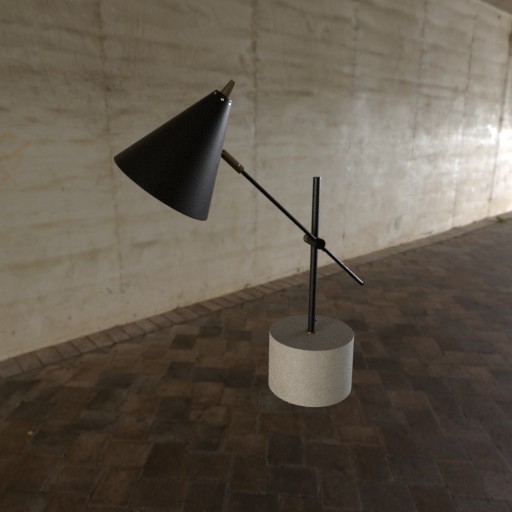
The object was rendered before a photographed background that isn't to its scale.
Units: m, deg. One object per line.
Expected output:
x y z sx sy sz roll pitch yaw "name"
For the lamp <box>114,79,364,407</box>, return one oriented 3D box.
0.000 0.000 0.712 0.403 0.518 0.214 -2 16 -9 "lamp"
